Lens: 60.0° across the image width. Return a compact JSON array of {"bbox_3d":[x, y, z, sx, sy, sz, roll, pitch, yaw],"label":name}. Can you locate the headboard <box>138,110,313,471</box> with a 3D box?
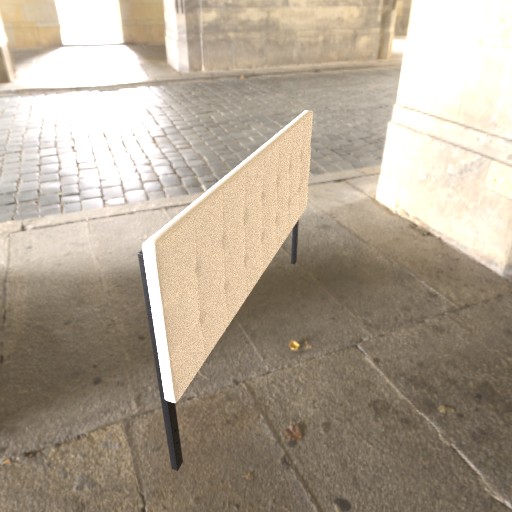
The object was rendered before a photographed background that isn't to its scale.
[{"bbox_3d":[0.000,0.000,2.943,0.120,1.410,2.362,11,32,18],"label":"headboard"}]
